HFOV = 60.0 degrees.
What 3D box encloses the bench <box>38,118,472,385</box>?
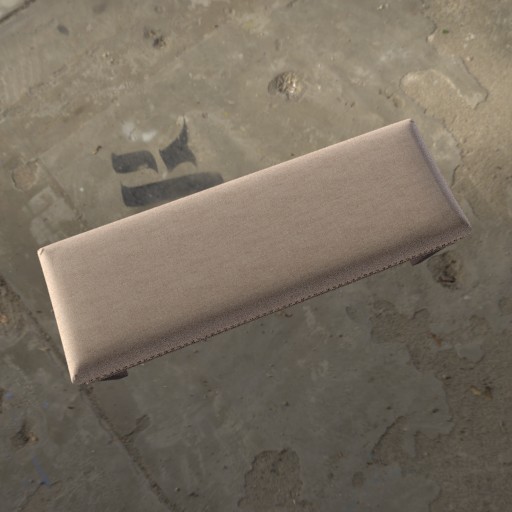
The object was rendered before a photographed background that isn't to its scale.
[{"bbox_3d":[0.000,0.000,1.466,1.219,0.457,0.410,-20,76,-5],"label":"bench"}]
